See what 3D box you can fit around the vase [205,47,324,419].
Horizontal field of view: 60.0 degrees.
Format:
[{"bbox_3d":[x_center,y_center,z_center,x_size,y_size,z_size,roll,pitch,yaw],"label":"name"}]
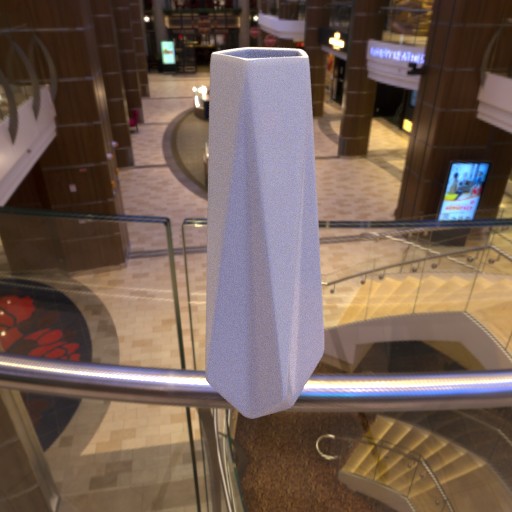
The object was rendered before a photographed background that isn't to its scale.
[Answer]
[{"bbox_3d":[0.000,0.000,0.391,0.116,0.329,0.122,20,36,30],"label":"vase"}]
